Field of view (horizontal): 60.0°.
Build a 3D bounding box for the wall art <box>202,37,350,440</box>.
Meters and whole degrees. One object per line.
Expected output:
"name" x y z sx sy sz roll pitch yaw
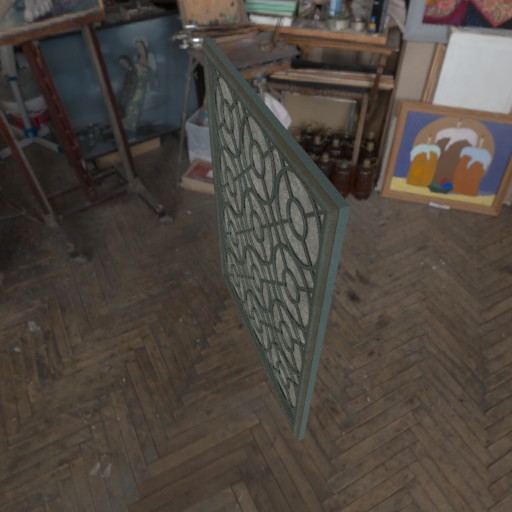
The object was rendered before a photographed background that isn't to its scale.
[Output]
"wall art" 0.000 0.000 1.324 0.030 0.983 0.767 -16 49 -15
